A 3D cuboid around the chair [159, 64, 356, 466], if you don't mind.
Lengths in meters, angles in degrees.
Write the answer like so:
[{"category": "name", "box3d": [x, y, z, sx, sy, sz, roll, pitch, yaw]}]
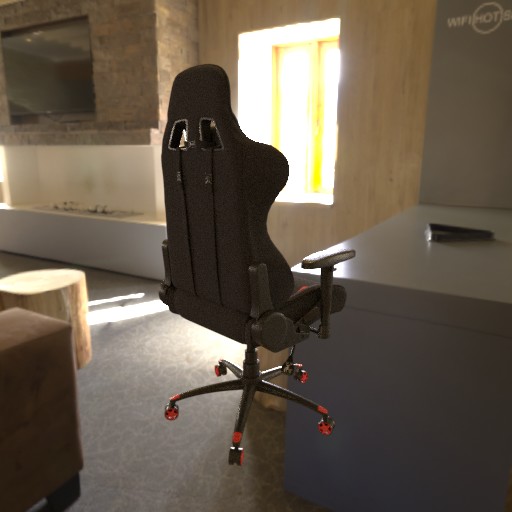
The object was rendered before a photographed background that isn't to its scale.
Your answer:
[{"category": "chair", "box3d": [0.000, 0.000, 1.728, 0.695, 1.326, 0.658, 13, 19, 43]}]
